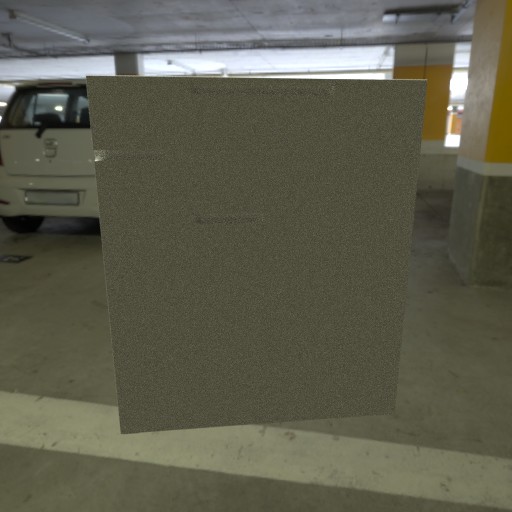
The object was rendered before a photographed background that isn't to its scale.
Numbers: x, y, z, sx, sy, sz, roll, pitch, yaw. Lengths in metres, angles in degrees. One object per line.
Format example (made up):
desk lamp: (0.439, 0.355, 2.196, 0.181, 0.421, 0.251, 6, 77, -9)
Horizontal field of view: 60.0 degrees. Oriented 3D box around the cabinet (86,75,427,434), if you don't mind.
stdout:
cabinet: (0.000, 0.000, 1.641, 1.000, 1.190, 0.400, -2, 16, -6)
